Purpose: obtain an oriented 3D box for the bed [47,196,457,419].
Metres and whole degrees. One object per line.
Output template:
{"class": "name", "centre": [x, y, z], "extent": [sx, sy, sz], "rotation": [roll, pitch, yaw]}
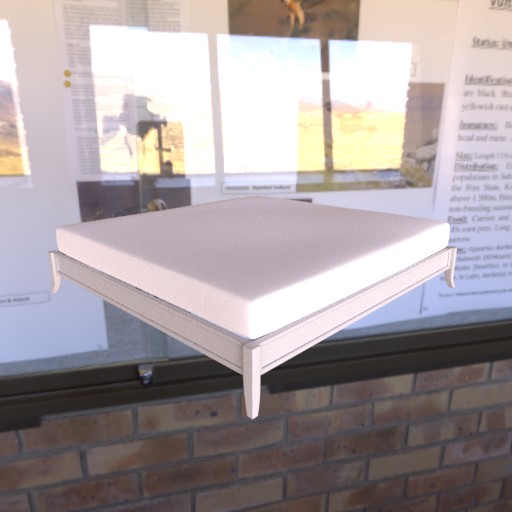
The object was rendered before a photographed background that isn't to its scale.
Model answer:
{"class": "bed", "centre": [0.000, 0.000, 3.113], "extent": [2.007, 0.510, 2.108], "rotation": [16, 23, 42]}
